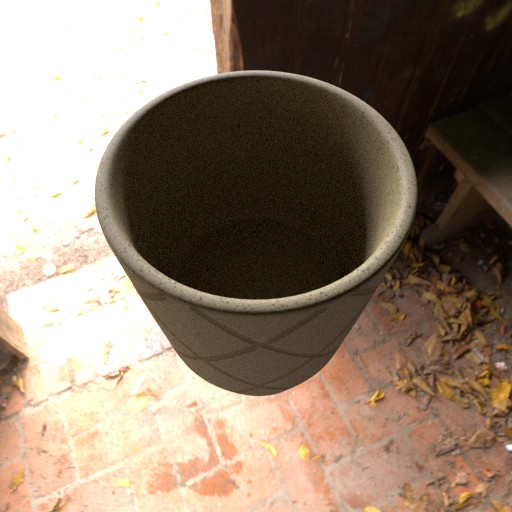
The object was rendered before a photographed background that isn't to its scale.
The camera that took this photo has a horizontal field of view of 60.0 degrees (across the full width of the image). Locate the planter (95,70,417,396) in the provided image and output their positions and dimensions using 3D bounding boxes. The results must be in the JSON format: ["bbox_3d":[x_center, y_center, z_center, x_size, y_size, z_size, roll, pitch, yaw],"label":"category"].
[{"bbox_3d":[0.000,0.000,0.415,0.228,0.235,0.228,0,58,0],"label":"planter"}]
